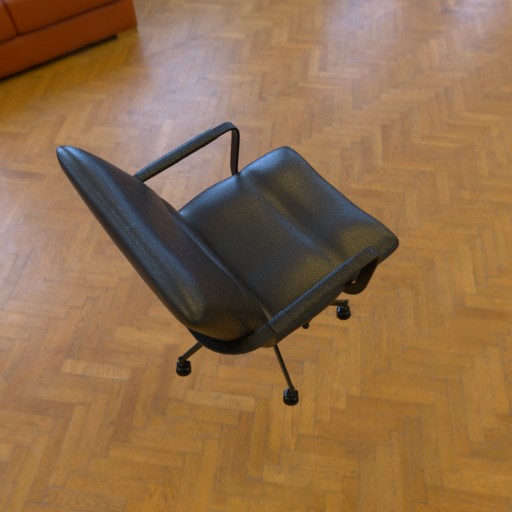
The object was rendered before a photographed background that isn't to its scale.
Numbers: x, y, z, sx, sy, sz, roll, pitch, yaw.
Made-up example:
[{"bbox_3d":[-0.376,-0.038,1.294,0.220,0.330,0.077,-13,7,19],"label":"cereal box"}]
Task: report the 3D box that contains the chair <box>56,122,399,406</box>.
[{"bbox_3d":[0.000,0.000,1.391,0.748,0.922,0.719,-34,63,-20],"label":"chair"}]
